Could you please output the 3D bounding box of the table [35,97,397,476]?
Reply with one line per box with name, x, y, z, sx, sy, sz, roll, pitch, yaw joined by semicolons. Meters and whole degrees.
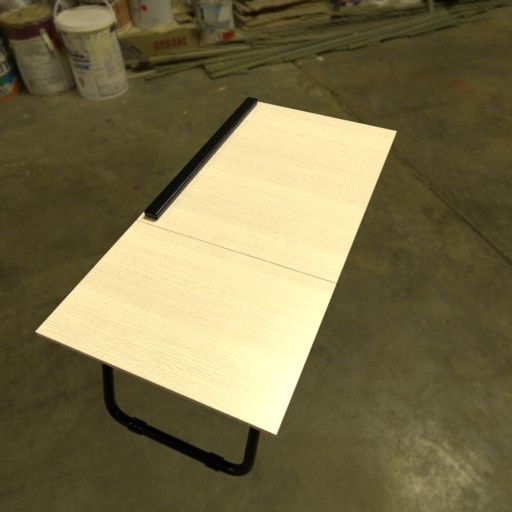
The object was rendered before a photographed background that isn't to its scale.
table;0.000;0.000;0.787;0.322;0.242;0.644;18;49;16
